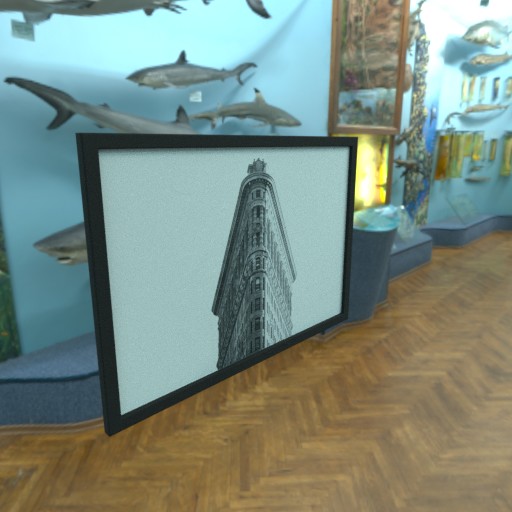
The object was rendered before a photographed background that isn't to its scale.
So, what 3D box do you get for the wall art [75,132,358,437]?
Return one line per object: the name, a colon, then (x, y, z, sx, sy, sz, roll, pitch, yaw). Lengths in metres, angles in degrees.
wall art: (0.000, 0.000, 1.249, 0.026, 0.656, 0.958, 14, 20, 43)
